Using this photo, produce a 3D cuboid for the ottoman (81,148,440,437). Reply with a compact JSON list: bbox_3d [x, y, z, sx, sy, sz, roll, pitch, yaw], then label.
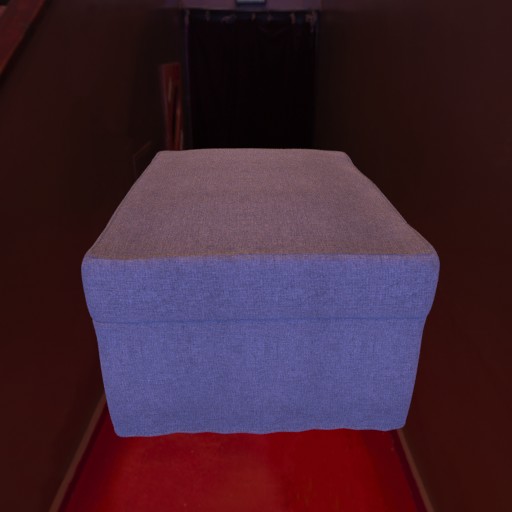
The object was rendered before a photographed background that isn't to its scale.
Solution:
[{"bbox_3d":[0.000,0.000,1.220,0.652,0.492,0.833,-1,26,-2],"label":"ottoman"}]
